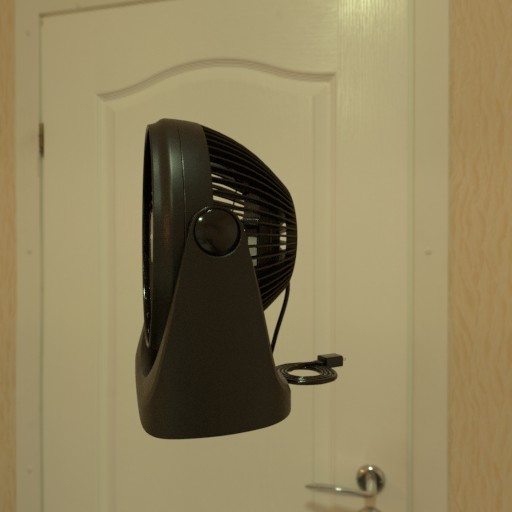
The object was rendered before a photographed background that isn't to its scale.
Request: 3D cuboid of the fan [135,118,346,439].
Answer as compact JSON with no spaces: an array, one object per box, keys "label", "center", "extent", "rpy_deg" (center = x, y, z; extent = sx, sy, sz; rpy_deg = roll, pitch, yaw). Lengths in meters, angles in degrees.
[{"label":"fan","center":[0.000,0.000,0.490],"extent":[0.256,0.277,0.273],"rpy_deg":[0,1,-17]}]
